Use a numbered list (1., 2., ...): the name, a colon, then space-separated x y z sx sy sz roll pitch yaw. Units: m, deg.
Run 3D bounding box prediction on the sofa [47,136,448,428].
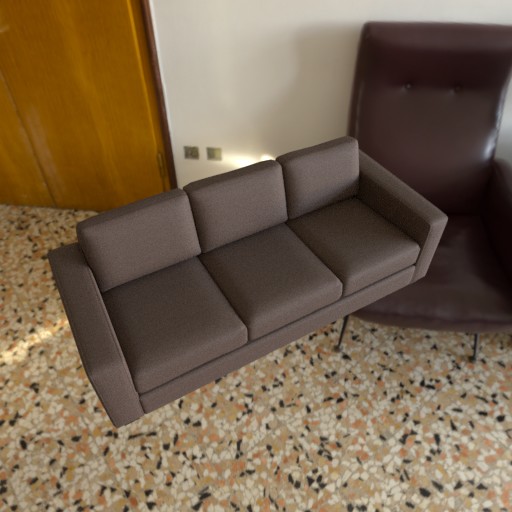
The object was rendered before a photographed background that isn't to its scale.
1. sofa: 0.000 0.000 2.662 2.160 0.806 0.900 -22 50 -20
